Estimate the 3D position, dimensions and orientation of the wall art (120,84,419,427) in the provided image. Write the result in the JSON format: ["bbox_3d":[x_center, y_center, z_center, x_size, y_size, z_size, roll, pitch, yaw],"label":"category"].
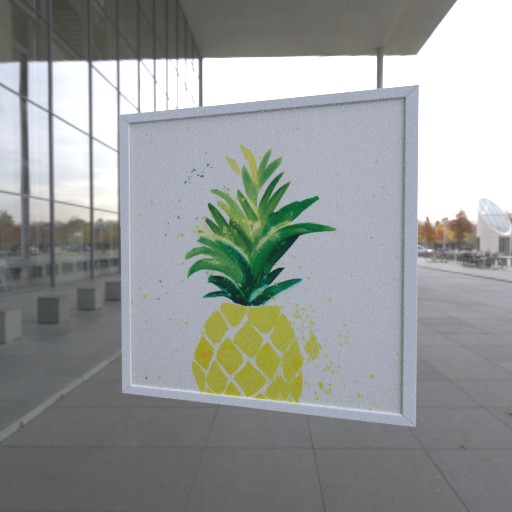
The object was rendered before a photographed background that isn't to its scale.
[{"bbox_3d":[0.000,0.000,1.116,0.763,0.761,0.038,1,2,17],"label":"wall art"}]
